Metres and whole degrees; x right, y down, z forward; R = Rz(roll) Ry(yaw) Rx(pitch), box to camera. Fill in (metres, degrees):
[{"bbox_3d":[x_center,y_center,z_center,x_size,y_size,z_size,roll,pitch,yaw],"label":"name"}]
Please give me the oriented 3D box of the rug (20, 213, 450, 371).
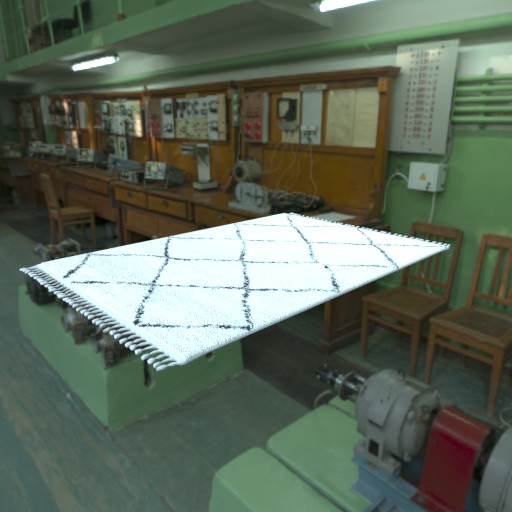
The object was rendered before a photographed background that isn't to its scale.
[{"bbox_3d":[0.000,0.000,2.767,2.307,0.031,1.494,-16,23,-41],"label":"rug"}]
